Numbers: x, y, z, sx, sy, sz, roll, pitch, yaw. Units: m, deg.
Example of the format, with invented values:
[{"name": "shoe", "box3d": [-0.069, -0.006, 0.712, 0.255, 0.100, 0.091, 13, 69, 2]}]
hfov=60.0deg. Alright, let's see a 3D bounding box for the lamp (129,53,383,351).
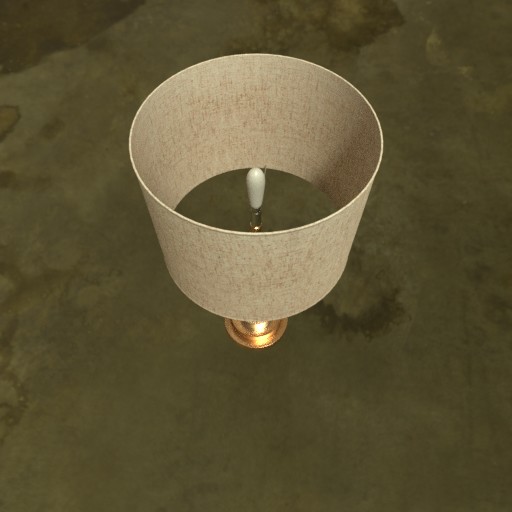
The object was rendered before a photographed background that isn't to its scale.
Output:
[{"name": "lamp", "box3d": [0.000, 0.000, 0.825, 0.321, 0.610, 0.321, -32, 64, -18]}]
